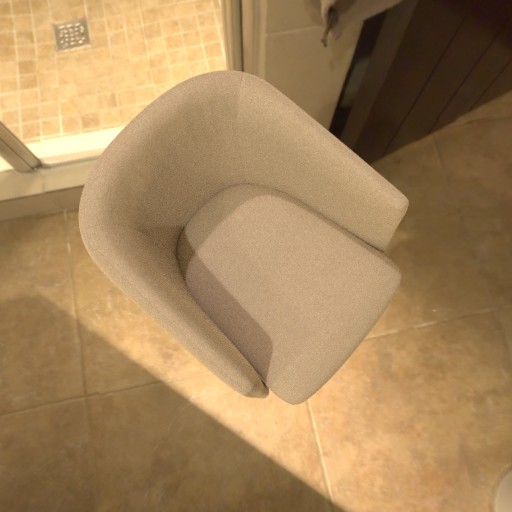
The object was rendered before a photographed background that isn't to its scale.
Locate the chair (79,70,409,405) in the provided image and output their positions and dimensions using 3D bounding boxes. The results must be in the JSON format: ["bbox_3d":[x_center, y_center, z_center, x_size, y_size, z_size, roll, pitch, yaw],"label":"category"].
[{"bbox_3d":[0.000,0.000,1.664,0.986,0.861,0.822,40,79,10],"label":"chair"}]
